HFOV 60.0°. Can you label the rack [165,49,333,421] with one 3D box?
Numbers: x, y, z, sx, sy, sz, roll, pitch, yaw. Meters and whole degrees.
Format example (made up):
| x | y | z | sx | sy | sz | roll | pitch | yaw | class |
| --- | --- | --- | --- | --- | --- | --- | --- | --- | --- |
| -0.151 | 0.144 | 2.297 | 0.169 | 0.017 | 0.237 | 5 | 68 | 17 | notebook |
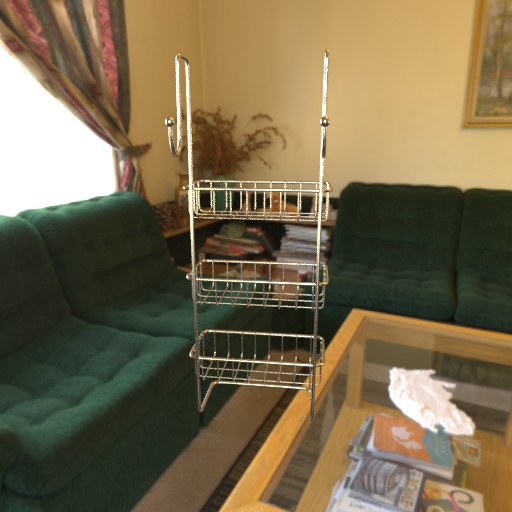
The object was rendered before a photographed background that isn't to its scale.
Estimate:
| x | y | z | sx | sy | sz | roll | pitch | yaw | class |
| --- | --- | --- | --- | --- | --- | --- | --- | --- | --- |
| 0.000 | 0.000 | 0.690 | 0.228 | 0.574 | 0.202 | 2 | 16 | 7 | rack |
